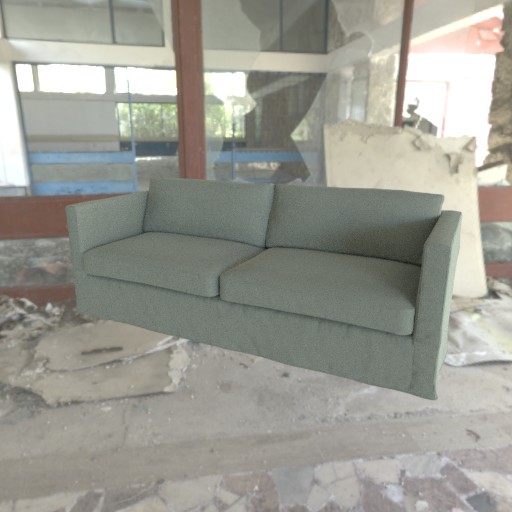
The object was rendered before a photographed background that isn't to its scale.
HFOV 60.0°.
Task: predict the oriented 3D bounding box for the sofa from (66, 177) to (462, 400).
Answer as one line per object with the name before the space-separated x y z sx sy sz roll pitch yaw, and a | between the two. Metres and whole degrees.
sofa | 0.000 0.000 2.788 2.312 0.853 0.962 8 18 26
